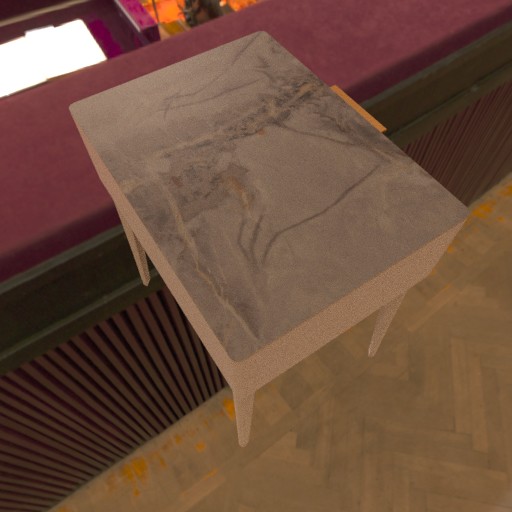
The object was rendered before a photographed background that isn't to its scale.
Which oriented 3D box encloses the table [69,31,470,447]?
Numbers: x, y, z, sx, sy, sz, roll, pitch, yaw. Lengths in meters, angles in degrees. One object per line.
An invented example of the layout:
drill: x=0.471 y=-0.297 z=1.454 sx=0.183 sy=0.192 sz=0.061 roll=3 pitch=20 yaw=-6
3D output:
table: x=0.000 y=0.000 z=0.887 sx=0.400 sy=0.570 sz=0.500 roll=-29 pitch=63 yaw=-17
